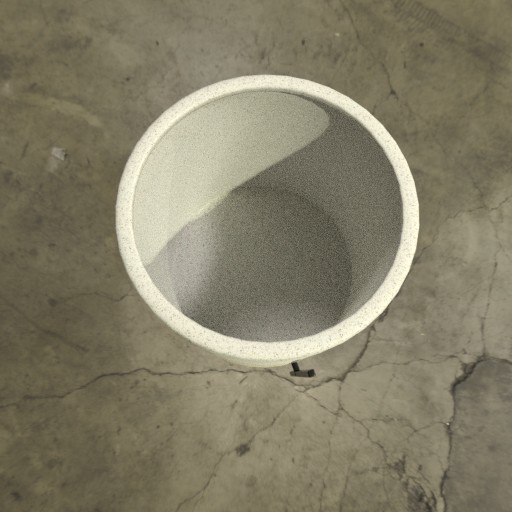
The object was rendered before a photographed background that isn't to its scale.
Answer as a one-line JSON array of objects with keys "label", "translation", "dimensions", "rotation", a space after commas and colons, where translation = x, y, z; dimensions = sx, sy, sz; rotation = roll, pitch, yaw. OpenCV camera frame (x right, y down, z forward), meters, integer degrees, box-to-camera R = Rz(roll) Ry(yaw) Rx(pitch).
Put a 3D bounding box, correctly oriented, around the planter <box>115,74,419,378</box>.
[{"label": "planter", "translation": [0.000, 0.000, 0.652], "dimensions": [0.335, 0.423, 0.313], "rotation": [11, 75, 3]}]
